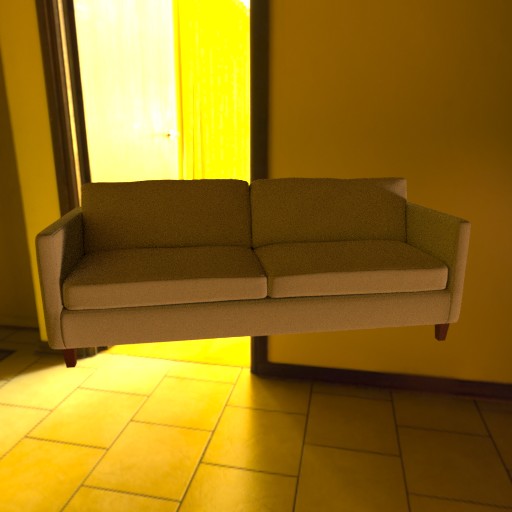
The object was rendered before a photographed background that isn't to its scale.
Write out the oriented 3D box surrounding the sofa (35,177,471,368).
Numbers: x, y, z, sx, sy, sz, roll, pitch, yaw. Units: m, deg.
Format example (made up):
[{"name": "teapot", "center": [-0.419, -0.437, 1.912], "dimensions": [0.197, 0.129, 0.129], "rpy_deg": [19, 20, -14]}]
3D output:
[{"name": "sofa", "center": [0.000, 0.000, 2.902], "dimensions": [2.434, 0.965, 0.948], "rpy_deg": [-2, 16, -8]}]
